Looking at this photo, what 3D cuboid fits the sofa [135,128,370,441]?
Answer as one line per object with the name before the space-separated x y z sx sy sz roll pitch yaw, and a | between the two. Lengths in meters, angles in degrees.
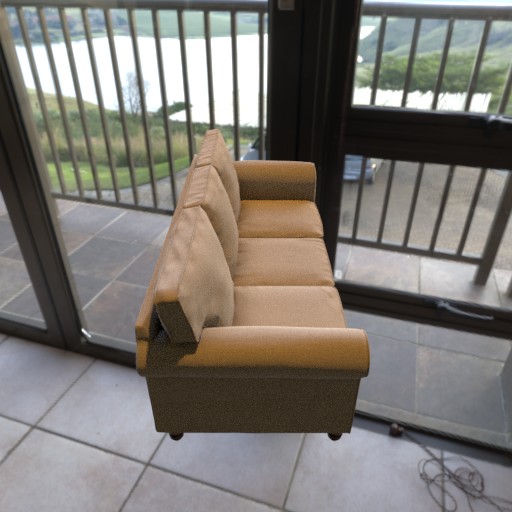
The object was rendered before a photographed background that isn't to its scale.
sofa | 0.000 0.000 2.628 0.916 0.961 2.084 0 32 0
